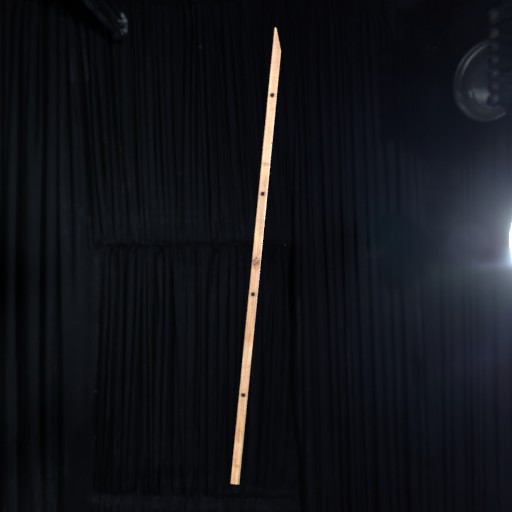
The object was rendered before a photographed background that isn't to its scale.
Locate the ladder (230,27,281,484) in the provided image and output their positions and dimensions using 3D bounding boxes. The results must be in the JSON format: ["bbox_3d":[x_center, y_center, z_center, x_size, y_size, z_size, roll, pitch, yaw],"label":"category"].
[{"bbox_3d":[0.000,0.000,1.969,0.200,1.805,0.442,0,0,0],"label":"ladder"}]
